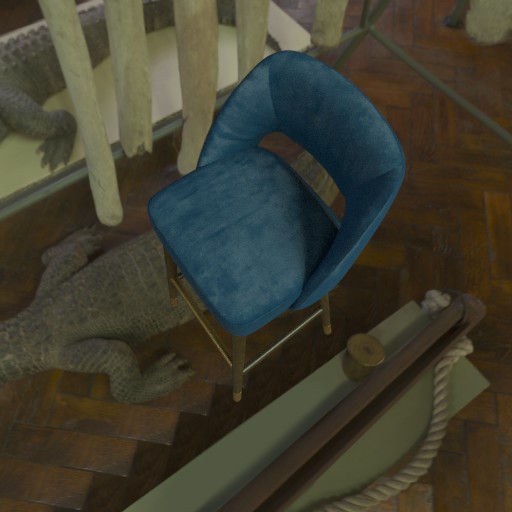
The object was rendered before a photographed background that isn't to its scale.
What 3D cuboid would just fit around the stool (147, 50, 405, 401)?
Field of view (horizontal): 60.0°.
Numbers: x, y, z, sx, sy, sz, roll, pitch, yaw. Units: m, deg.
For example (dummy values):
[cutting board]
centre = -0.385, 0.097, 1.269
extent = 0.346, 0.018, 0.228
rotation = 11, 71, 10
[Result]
[stool]
centre = 0.000, 0.000, 1.298
extent = 0.515, 1.016, 0.514
rotation = -33, 68, -15
